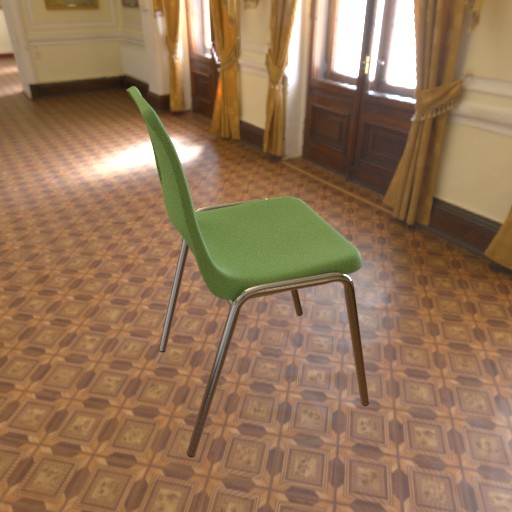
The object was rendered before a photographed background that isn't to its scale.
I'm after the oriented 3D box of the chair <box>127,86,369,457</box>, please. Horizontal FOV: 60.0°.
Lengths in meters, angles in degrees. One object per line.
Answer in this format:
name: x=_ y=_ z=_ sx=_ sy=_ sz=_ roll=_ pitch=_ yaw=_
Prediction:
chair: x=0.000 y=0.000 z=0.954 sx=0.436 sy=0.704 sz=0.381 roll=-11 pitch=33 yaw=-18
